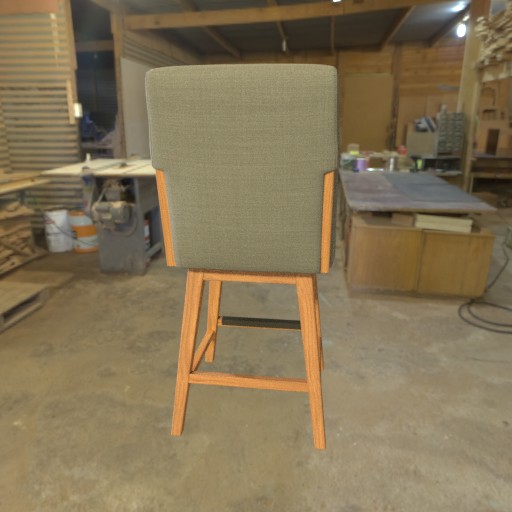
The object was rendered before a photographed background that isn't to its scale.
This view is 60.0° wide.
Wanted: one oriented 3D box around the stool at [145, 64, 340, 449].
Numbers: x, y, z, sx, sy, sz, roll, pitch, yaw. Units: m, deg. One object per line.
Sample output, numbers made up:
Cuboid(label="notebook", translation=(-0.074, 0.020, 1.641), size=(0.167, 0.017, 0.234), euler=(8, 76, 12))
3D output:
Cuboid(label="stool", translation=(0.000, 0.000, 1.342), size=(0.459, 1.019, 0.570), euler=(2, 17, 7))
